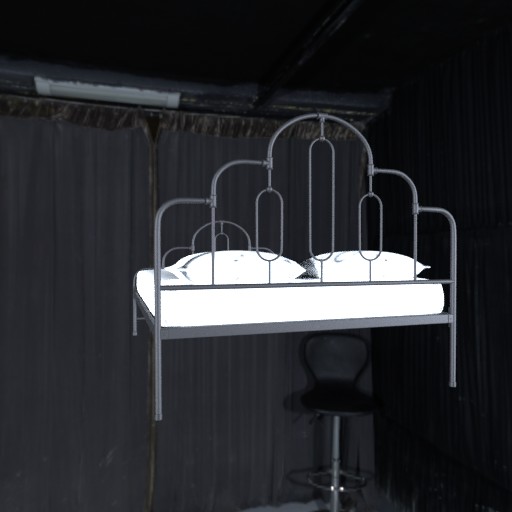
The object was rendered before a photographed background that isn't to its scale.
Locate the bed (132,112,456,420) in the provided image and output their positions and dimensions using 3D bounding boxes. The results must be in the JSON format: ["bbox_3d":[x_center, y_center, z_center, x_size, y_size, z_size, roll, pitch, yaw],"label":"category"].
[{"bbox_3d":[0.000,0.000,3.209,1.640,1.429,2.163,0,0,-18],"label":"bed"}]
